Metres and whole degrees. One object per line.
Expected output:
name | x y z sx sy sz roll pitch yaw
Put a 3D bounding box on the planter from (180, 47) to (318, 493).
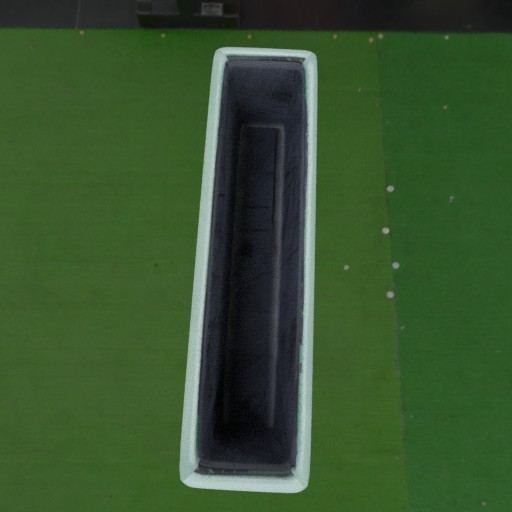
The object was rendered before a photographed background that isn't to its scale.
planter | 0.000 0.000 0.302 0.072 0.072 0.275 3 76 1
